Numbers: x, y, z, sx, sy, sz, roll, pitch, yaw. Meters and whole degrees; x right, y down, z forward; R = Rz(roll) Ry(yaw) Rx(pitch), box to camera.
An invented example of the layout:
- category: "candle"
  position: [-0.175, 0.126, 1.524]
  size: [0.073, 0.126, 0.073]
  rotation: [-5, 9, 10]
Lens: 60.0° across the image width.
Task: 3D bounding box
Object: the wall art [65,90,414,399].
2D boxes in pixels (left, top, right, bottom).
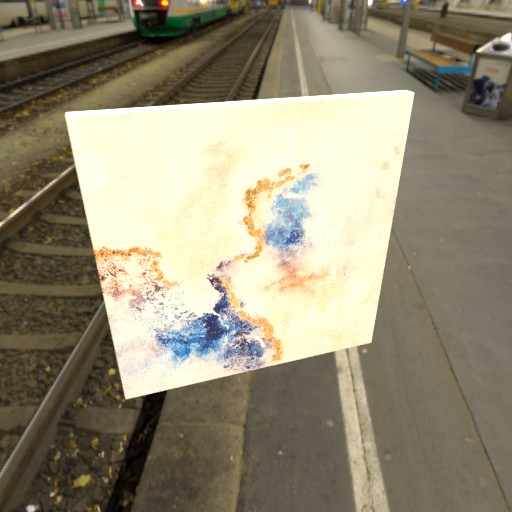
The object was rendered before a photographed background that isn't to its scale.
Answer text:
- category: "wall art"
  position: [0.000, 0.000, 1.324]
  size: [0.889, 0.889, 0.038]
  rotation: [-9, 32, -15]
